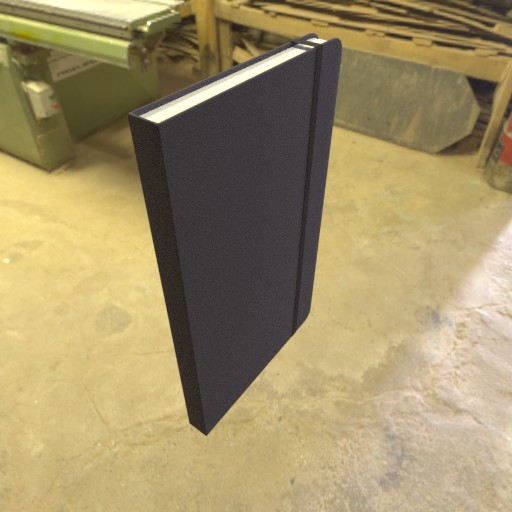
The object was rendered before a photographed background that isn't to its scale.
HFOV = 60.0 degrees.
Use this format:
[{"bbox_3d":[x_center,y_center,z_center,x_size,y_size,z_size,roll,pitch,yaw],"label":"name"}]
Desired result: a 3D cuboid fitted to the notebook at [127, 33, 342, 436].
[{"bbox_3d":[0.000,0.000,0.256,0.016,0.213,0.127,26,48,26],"label":"notebook"}]
